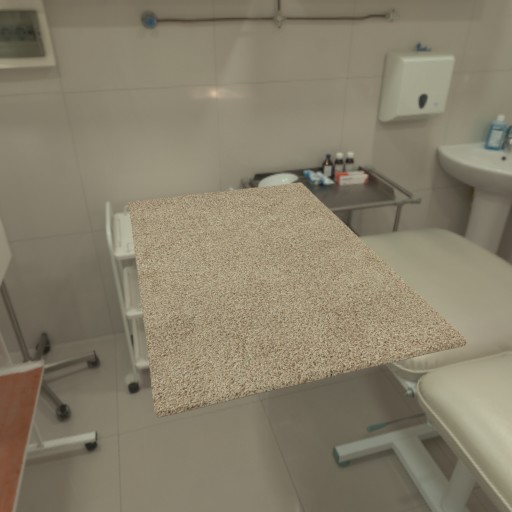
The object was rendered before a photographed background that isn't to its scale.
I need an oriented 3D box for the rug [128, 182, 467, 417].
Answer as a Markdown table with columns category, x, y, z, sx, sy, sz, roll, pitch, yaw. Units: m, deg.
| category | x | y | z | sx | sy | sz | roll | pitch | yaw |
| --- | --- | --- | --- | --- | --- | --- | --- | --- | --- |
| rug | 0.000 | 0.000 | 2.329 | 1.219 | 0.030 | 1.778 | -9 | 32 | -14 |
